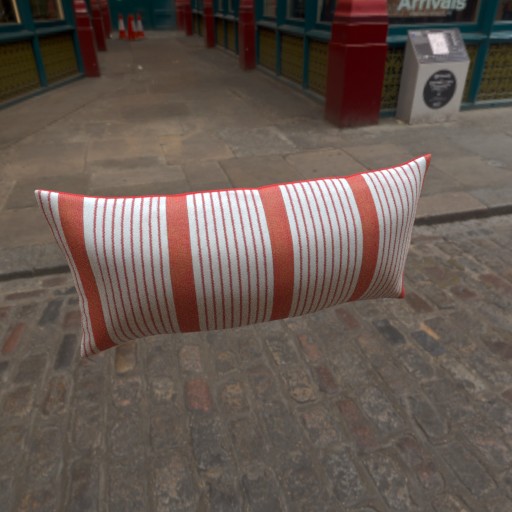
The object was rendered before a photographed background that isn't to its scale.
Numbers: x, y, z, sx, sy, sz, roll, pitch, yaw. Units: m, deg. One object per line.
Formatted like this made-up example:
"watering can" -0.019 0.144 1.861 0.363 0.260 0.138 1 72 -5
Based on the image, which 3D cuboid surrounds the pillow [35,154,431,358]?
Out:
"pillow" 0.000 0.000 0.730 0.608 0.297 0.151 -8 32 -13
